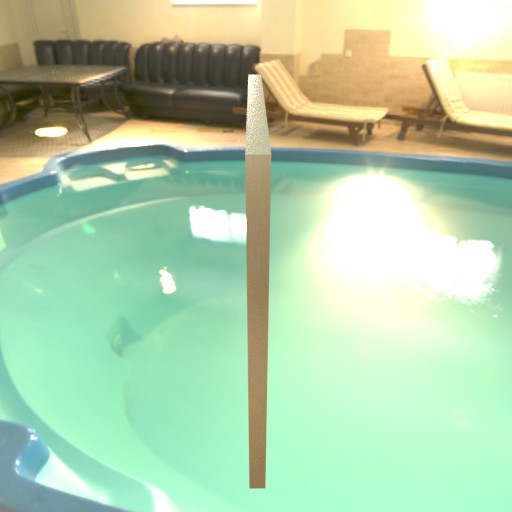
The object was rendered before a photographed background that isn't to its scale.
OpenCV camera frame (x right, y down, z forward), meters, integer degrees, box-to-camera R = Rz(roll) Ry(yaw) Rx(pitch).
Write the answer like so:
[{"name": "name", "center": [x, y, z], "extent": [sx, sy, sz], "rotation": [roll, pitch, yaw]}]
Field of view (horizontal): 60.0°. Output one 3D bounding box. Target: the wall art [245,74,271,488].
[{"name": "wall art", "center": [0.000, 0.000, 1.198], "extent": [0.038, 0.806, 0.806], "rotation": [0, 30, 0]}]
